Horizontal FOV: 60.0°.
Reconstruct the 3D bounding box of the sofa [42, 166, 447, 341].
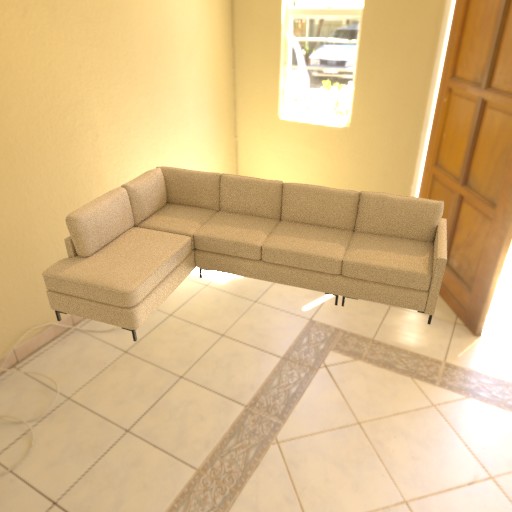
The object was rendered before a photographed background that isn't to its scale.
[{"bbox_3d":[0.000,0.000,4.299,3.384,0.996,2.048,10,31,18],"label":"sofa"}]
